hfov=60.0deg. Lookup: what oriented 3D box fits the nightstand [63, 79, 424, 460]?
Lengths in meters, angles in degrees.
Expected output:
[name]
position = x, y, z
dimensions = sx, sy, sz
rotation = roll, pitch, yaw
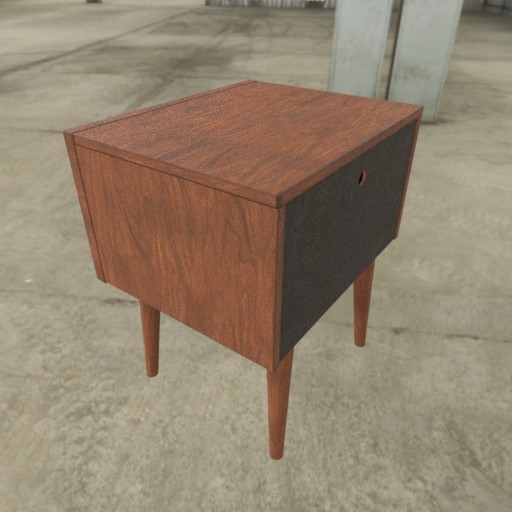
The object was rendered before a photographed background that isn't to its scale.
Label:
[nightstand]
position = 0.000, 0.000, 0.976
dimensions = 0.445, 0.607, 0.521
rotation = 22, 38, 30
